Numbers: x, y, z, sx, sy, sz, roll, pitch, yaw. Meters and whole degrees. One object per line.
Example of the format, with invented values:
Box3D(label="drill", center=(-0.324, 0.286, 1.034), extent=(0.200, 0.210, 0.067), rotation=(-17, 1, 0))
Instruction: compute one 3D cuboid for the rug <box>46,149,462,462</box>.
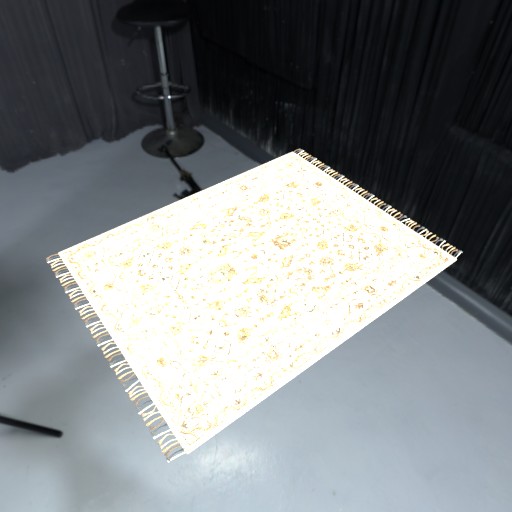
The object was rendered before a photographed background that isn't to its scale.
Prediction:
Box3D(label="rug", center=(0.000, 0.000, 2.262), extent=(1.726, 0.009, 1.278), rotation=(-28, 51, -26))
